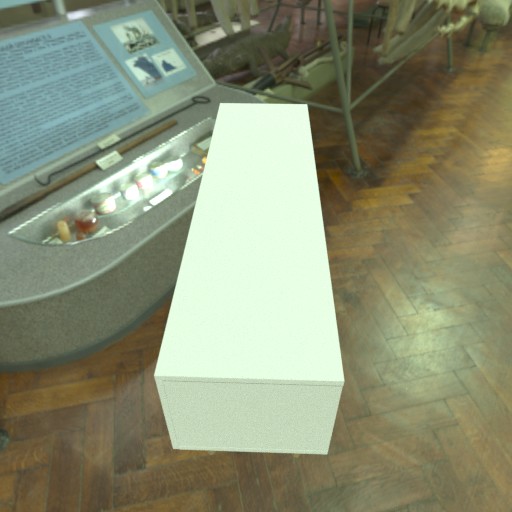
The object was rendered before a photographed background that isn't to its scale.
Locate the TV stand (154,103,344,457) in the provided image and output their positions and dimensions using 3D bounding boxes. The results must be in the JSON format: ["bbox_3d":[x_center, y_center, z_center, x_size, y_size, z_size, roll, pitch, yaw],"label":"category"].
[{"bbox_3d":[0.000,0.000,1.599,0.401,0.560,1.398,1,41,1],"label":"TV stand"}]
